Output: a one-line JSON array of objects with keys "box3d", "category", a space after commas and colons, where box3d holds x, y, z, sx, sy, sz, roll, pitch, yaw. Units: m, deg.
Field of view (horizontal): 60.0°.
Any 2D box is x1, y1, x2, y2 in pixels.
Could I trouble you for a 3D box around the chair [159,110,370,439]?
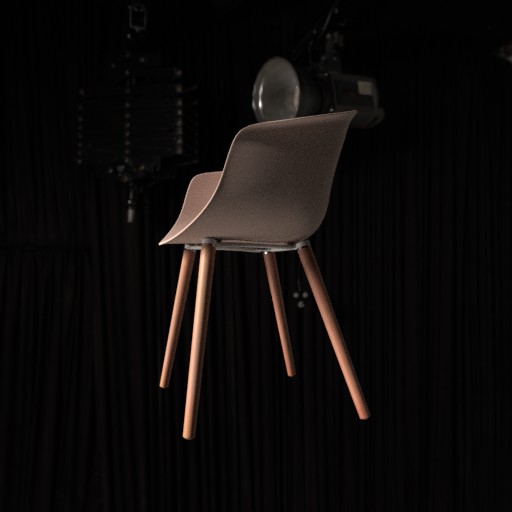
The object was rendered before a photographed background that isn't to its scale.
[{"box3d": [0.000, 0.000, 1.204, 0.504, 0.781, 0.593, 0, -1, -19], "category": "chair"}]
